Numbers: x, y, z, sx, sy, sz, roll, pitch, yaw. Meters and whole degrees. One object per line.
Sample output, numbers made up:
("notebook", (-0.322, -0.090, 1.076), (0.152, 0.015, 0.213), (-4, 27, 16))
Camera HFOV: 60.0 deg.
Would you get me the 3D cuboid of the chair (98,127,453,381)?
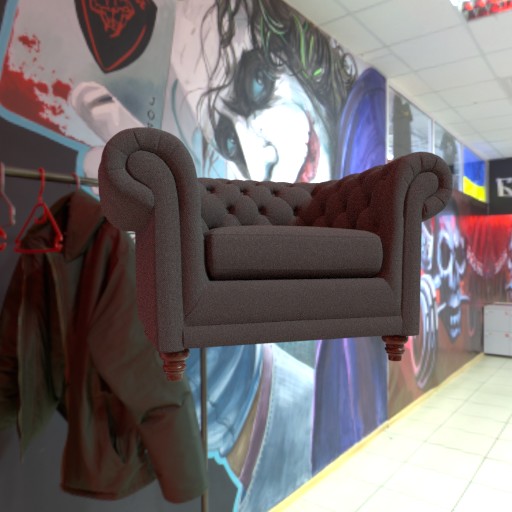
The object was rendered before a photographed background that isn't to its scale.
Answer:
("chair", (0.000, 0.000, 1.898), (1.270, 0.770, 0.976), (0, 0, -19))
